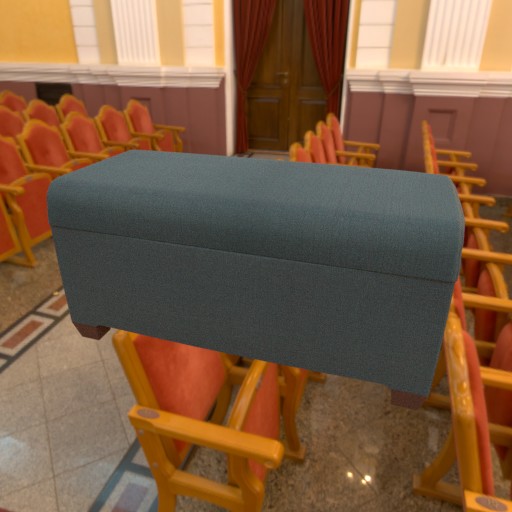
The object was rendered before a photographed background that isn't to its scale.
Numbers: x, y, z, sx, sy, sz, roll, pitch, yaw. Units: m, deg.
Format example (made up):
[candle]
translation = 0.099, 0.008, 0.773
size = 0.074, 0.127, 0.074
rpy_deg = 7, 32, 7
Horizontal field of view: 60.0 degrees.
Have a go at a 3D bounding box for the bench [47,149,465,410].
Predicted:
[bench]
translation = 0.000, 0.000, 1.240
size = 0.995, 0.474, 0.476
rpy_deg = 8, 28, 16
